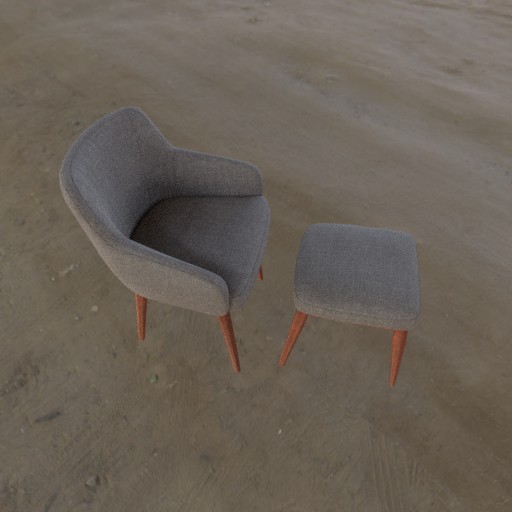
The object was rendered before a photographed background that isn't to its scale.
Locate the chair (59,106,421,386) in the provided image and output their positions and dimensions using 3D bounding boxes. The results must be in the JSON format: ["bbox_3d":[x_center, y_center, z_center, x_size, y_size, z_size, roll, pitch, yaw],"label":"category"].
[{"bbox_3d":[0.000,0.000,1.531,1.107,0.799,0.584,8,47,8],"label":"chair"}]
